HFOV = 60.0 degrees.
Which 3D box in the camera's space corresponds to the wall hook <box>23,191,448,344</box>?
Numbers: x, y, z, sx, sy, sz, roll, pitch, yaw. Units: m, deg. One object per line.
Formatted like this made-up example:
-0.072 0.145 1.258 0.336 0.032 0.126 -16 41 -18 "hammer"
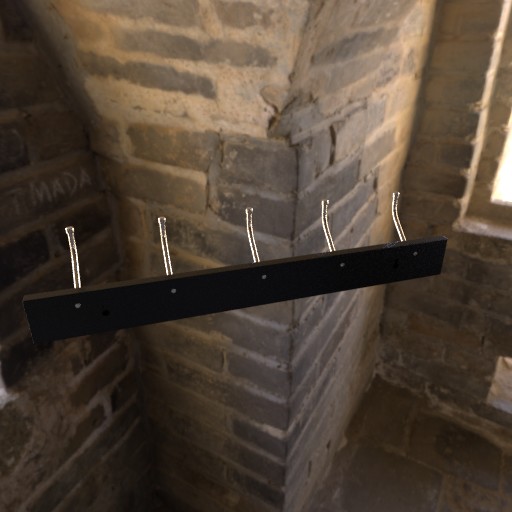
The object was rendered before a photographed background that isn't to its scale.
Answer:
0.000 0.000 0.606 0.571 0.117 0.071 -8 27 -16 "wall hook"
